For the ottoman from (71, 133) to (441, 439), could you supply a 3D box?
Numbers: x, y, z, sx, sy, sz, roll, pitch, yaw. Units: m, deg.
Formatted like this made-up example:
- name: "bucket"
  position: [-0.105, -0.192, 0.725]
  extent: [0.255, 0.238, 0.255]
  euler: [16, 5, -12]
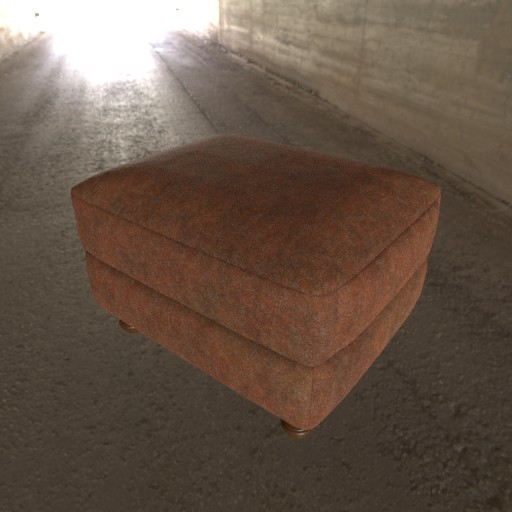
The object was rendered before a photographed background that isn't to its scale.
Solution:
- name: "ottoman"
  position: [0.000, 0.000, 1.182]
  extent: [0.787, 0.508, 0.635]
  euler: [22, 37, 32]
